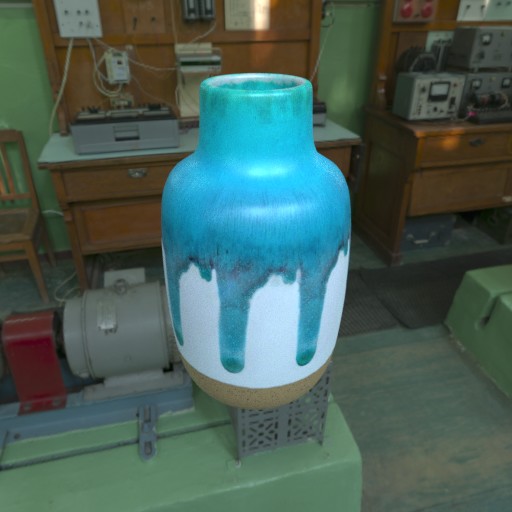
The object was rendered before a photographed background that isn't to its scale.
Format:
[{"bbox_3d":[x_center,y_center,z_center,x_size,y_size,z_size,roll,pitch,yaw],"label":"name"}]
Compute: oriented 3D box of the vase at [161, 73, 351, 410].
[{"bbox_3d":[0.000,0.000,0.258,0.106,0.192,0.106,0,31,0],"label":"vase"}]
